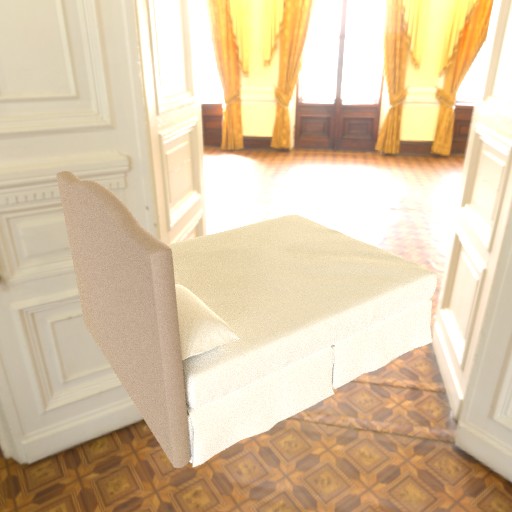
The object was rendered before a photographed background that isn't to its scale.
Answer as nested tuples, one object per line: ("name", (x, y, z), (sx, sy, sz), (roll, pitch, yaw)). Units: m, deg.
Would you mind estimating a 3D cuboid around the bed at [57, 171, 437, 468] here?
("bed", (0.000, 0.000, 3.370), (2.282, 1.436, 1.821), (-16, 29, -31))
